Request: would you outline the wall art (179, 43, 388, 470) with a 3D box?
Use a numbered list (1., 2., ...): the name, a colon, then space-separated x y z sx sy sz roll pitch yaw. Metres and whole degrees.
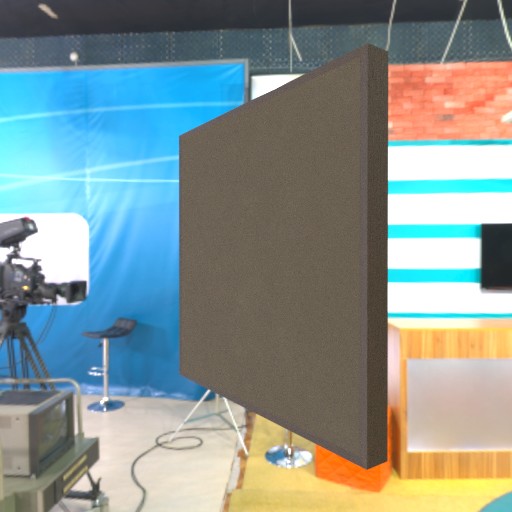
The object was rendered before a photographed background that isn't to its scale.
1. wall art: 0.000 0.000 0.743 0.038 0.506 0.508 0 1 -35
